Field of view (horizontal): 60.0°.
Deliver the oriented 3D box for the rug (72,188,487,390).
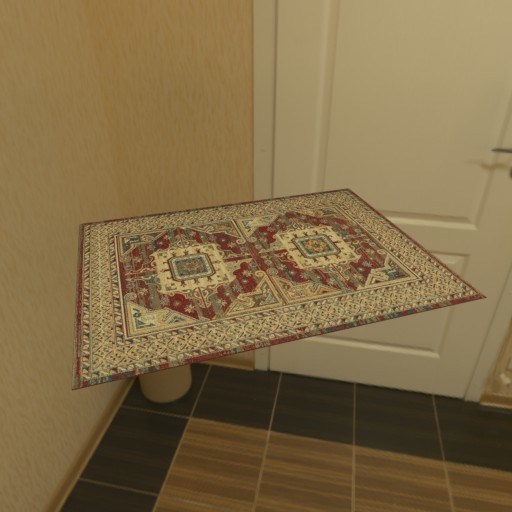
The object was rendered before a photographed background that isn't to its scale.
[{"bbox_3d":[0.000,0.000,4.174,3.197,0.013,2.381,-9,33,-15],"label":"rug"}]
